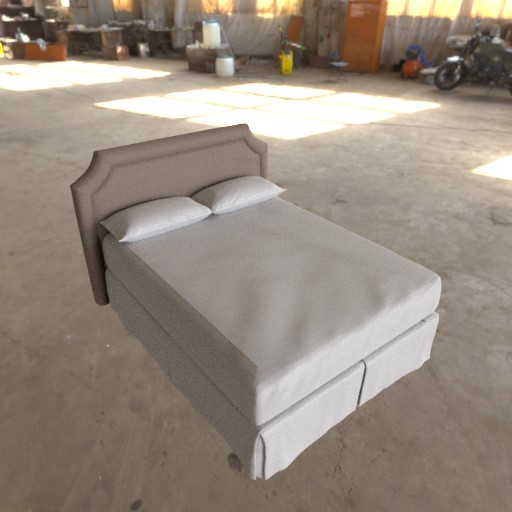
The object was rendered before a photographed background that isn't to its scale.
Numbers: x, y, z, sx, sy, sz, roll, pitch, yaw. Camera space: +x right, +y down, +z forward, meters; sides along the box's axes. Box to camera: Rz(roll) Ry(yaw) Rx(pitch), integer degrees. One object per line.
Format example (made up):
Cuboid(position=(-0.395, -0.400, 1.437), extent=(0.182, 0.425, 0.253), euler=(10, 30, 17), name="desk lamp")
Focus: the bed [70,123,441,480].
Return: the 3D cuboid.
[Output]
Cuboid(position=(0.000, 0.000, 3.213), extent=(1.828, 1.303, 2.164), euler=(-22, 37, -32), name="bed")
